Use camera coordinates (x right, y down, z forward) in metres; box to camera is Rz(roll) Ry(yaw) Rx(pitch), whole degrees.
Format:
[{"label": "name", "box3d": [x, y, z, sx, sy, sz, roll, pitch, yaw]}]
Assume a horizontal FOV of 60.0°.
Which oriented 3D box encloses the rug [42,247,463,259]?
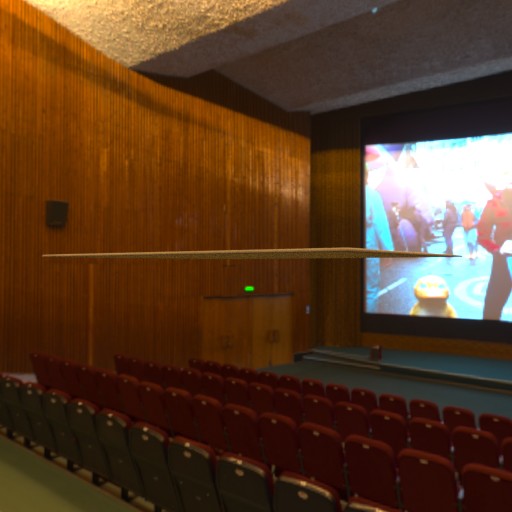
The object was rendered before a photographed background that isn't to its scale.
[{"label": "rug", "box3d": [0.000, 0.000, 4.028, 2.976, 0.018, 2.430, -1, -1, 37]}]
